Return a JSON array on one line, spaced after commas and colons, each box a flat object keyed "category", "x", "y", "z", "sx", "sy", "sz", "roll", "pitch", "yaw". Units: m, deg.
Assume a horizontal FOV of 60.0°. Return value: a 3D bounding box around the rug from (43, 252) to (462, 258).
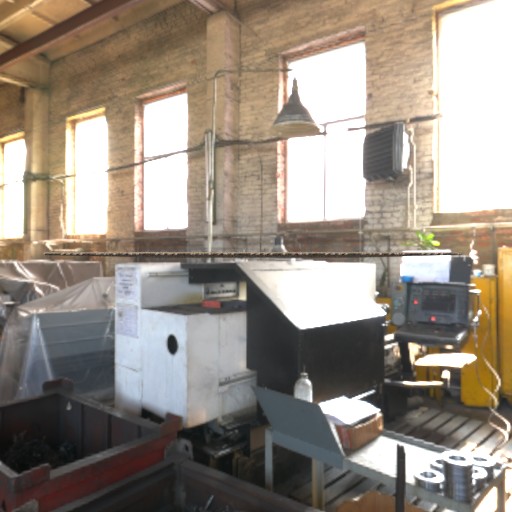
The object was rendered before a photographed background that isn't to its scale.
[{"category": "rug", "x": 0.000, "y": 0.000, "z": 3.855, "sx": 2.306, "sy": 0.017, "sz": 2.902, "roll": 0, "pitch": -1, "yaw": 1}]
